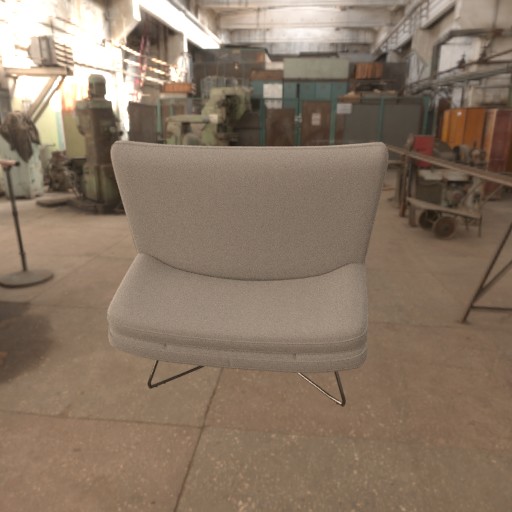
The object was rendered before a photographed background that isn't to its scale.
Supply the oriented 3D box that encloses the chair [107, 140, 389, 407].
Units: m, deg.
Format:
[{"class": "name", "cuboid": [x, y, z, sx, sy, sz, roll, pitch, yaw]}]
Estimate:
[{"class": "chair", "cuboid": [0.000, 0.000, 1.669, 0.859, 0.855, 1.008, 3, 17, 8]}]
